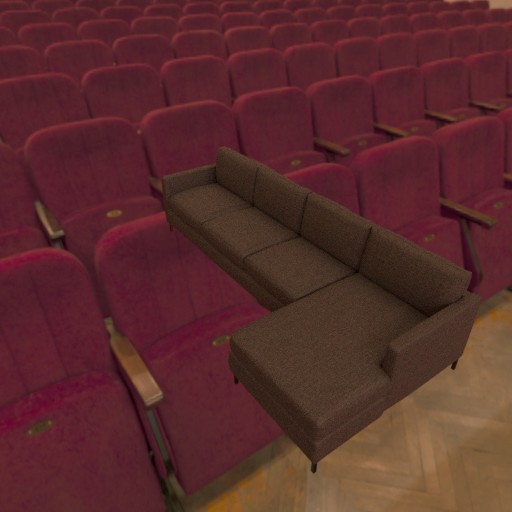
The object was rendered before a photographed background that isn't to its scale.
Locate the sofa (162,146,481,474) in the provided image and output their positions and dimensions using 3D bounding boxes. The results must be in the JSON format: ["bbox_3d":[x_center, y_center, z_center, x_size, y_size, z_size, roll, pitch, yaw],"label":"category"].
[{"bbox_3d":[0.000,0.000,3.785,1.483,0.892,3.221,-21,38,-29],"label":"sofa"}]
